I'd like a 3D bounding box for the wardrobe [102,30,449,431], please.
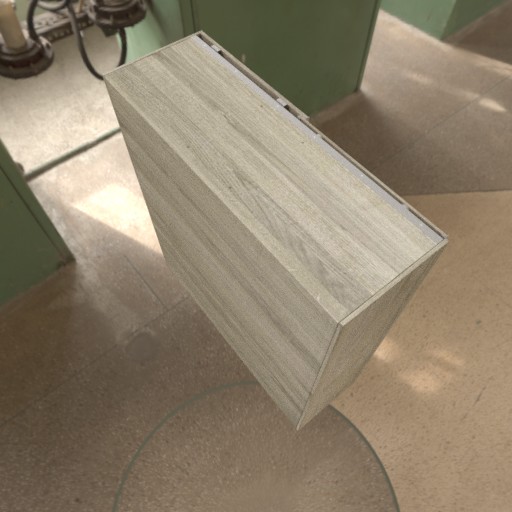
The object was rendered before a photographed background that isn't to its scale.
[{"bbox_3d":[0.000,0.000,2.857,0.629,1.960,1.780,-34,64,-19],"label":"wardrobe"}]
